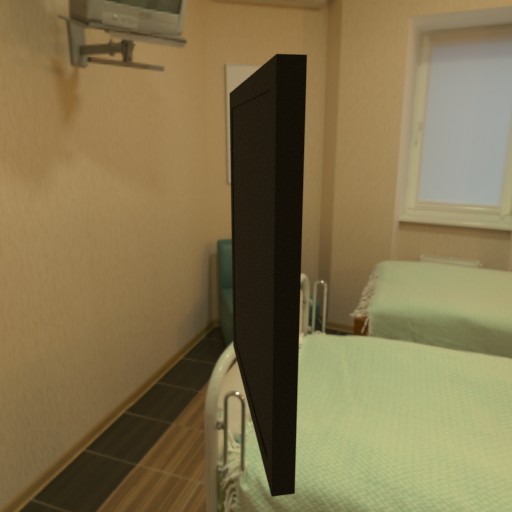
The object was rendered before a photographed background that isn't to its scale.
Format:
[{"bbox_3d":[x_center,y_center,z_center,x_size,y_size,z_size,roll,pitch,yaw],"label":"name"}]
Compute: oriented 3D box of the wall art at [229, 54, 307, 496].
[{"bbox_3d":[0.000,0.000,0.752,0.033,0.559,0.457,-2,15,-9],"label":"wall art"}]
